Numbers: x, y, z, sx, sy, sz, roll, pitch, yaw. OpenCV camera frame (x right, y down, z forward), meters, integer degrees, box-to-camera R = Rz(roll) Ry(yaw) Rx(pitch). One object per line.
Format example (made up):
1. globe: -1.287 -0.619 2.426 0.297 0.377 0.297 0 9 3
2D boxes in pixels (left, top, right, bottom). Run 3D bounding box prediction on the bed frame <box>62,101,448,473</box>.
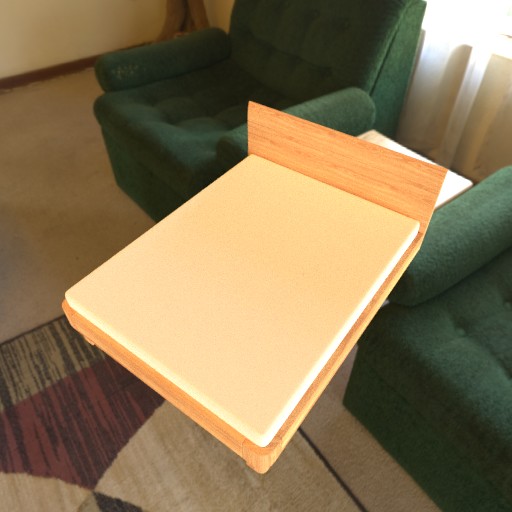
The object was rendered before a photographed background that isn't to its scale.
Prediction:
1. bed frame: 0.000 0.000 3.048 1.660 0.940 2.092 28 51 25
